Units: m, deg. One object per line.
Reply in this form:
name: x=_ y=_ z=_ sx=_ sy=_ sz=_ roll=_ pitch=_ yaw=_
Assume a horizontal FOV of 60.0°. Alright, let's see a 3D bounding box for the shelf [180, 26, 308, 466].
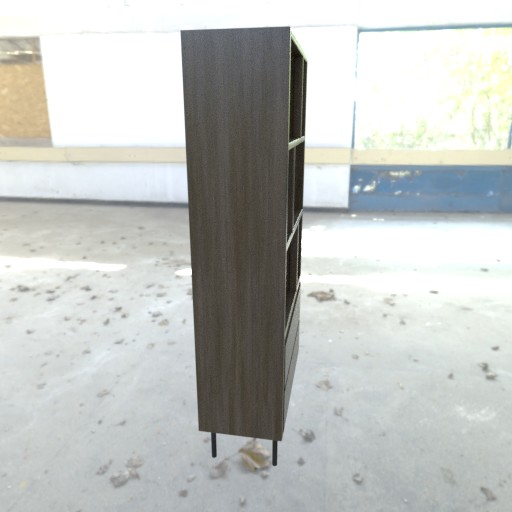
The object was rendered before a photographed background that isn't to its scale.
shelf: x=0.000 y=0.000 z=1.790 sx=0.323 sy=1.545 sz=0.670 roll=3 pitch=17 yaw=10
